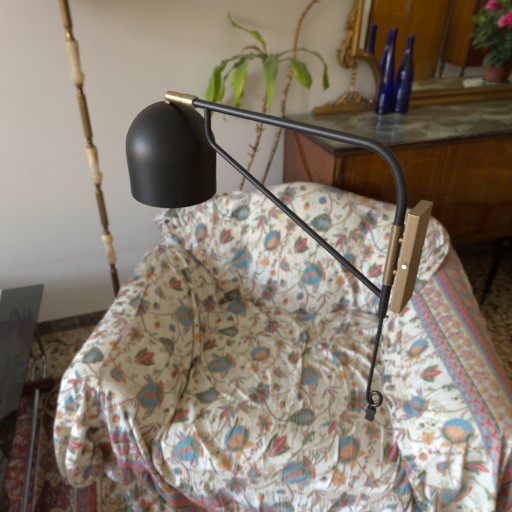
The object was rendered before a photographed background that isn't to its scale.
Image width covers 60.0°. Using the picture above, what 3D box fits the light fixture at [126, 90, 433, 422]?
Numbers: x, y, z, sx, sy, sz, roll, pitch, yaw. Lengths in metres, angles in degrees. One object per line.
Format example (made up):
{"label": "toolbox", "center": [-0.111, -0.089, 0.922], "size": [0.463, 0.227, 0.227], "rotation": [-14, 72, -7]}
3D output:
{"label": "light fixture", "center": [0.000, 0.000, 1.052], "size": [0.720, 0.696, 0.215], "rotation": [20, 36, 30]}
